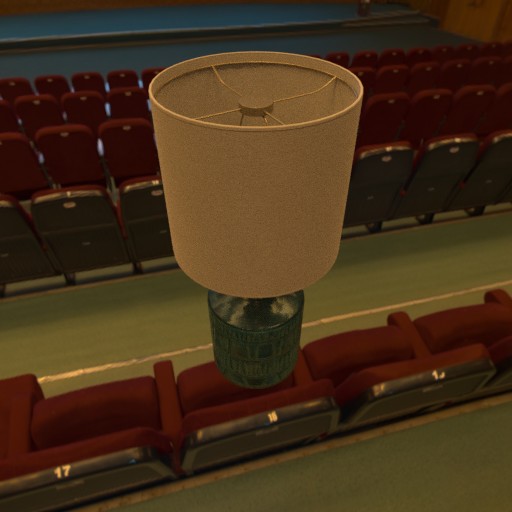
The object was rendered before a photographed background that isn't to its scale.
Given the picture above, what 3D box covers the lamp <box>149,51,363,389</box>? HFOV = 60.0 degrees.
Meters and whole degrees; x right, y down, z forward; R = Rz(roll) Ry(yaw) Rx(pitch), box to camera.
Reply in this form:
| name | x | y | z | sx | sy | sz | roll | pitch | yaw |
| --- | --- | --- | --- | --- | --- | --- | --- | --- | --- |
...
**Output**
| name | x | y | z | sx | sy | sz | roll | pitch | yaw |
| --- | --- | --- | --- | --- | --- | --- | --- | --- | --- |
| lamp | 0.000 | 0.000 | 0.590 | 0.211 | 0.455 | 0.211 | -10 | 41 | -12 |
